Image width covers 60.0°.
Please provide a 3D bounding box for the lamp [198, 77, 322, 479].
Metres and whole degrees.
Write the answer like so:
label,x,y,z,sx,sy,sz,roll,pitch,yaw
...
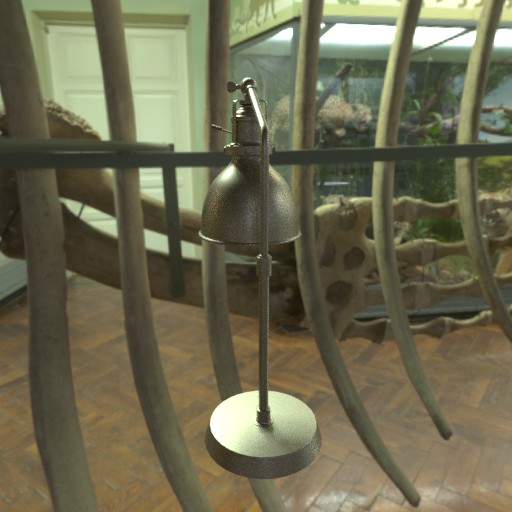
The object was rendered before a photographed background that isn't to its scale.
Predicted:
label,x,y,z,sx,sy,sz,roll,pitch,yaw
lamp,0.000,0.000,0.587,0.153,0.456,0.286,-2,16,-8
